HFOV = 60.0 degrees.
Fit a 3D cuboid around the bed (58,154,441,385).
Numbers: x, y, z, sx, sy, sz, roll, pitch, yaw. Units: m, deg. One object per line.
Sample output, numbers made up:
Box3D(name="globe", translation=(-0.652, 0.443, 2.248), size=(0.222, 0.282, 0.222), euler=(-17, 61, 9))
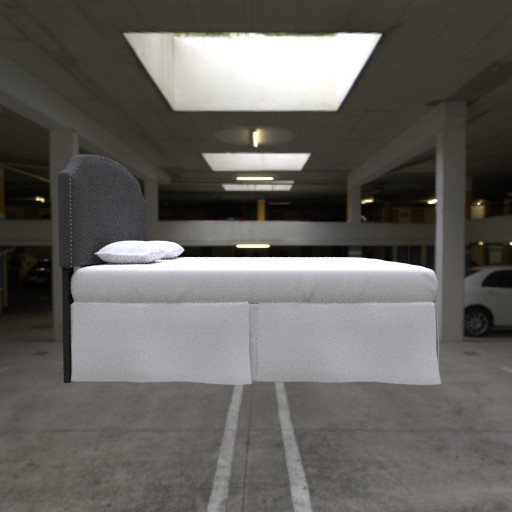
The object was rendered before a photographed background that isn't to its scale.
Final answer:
Box3D(name="bed", translation=(0.000, 0.000, 2.997), size=(1.999, 1.270, 1.558), euler=(0, 2, 0))
